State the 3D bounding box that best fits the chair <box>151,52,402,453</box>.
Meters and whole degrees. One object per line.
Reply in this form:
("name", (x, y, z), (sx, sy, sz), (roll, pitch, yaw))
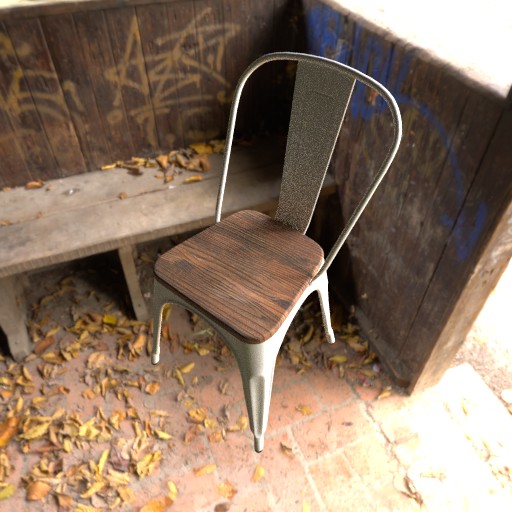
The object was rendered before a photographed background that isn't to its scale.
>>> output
("chair", (0.000, 0.000, 1.153), (0.452, 0.851, 0.521), (30, 53, 27))
